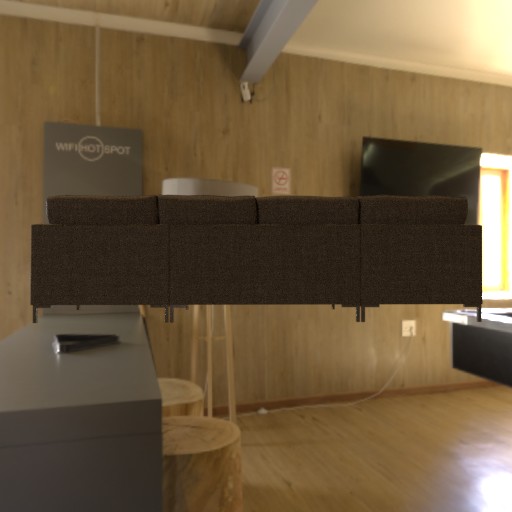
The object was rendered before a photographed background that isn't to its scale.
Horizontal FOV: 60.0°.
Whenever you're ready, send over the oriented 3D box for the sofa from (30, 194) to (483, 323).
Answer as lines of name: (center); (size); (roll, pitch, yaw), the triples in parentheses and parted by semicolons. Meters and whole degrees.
sofa: (0.000, 0.000, 4.298); (3.423, 0.999, 2.048); (0, 0, -1)
